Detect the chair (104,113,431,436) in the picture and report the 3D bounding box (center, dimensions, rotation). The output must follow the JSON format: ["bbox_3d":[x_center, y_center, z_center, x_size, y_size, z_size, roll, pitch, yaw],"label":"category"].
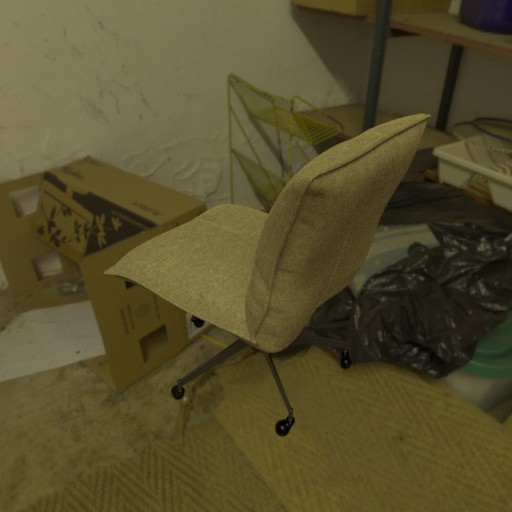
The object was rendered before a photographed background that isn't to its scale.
[{"bbox_3d":[0.000,0.000,1.288,0.696,0.811,0.597,21,37,31],"label":"chair"}]
